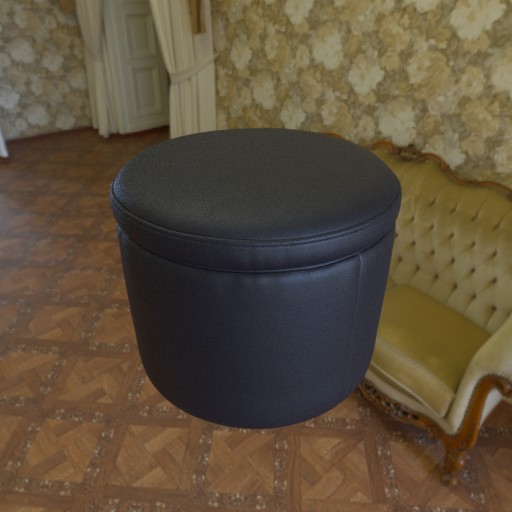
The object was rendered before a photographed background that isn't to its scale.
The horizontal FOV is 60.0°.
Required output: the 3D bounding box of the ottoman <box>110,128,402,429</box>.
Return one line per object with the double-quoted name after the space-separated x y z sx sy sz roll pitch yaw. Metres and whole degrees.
0.000 0.000 0.869 0.501 0.409 0.501 0 31 0 "ottoman"
